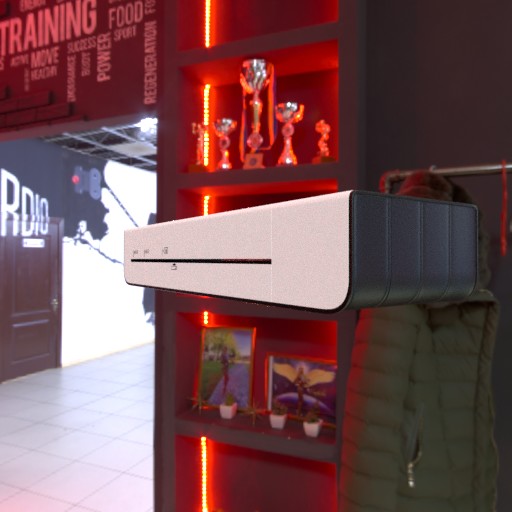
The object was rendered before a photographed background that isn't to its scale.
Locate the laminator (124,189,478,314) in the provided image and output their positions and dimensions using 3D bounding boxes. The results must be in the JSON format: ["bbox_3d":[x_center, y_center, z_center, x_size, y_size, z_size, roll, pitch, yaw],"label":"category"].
[{"bbox_3d":[0.000,0.000,0.386,0.123,0.062,0.340,0,0,-34],"label":"laminator"}]
